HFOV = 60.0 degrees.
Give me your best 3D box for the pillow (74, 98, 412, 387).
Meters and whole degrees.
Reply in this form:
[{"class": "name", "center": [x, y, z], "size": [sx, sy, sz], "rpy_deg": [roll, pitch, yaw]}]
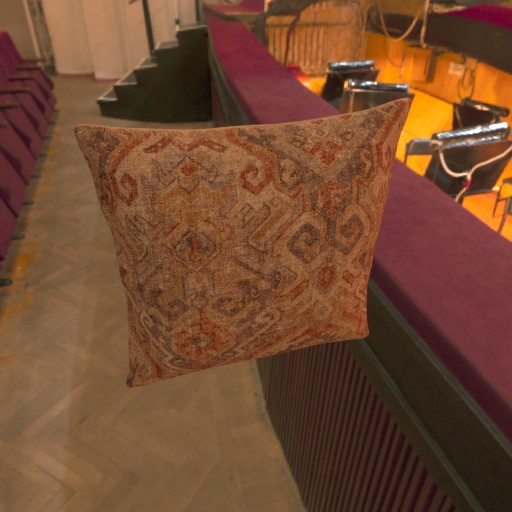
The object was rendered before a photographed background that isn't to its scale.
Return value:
[{"class": "pillow", "center": [0.000, 0.000, 0.785], "size": [0.523, 0.506, 0.166], "rpy_deg": [-9, 34, -14]}]
